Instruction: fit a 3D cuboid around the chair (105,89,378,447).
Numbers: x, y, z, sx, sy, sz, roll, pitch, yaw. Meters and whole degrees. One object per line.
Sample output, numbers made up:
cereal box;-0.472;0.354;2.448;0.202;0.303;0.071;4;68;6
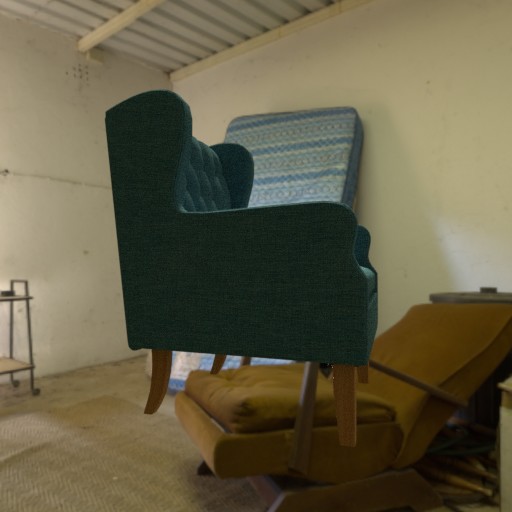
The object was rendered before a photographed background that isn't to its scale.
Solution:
chair;0.000;0.000;1.505;0.775;0.952;0.711;0;-1;17
